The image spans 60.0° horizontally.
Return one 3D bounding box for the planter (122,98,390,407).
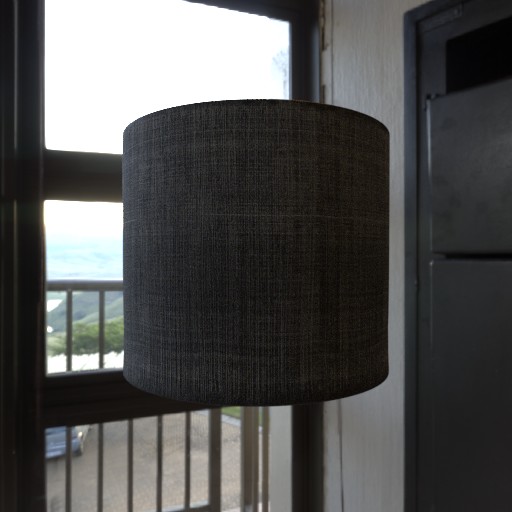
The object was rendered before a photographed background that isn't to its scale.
[{"bbox_3d":[0.000,0.000,0.439,0.254,0.221,0.254,0,0,0],"label":"planter"}]
